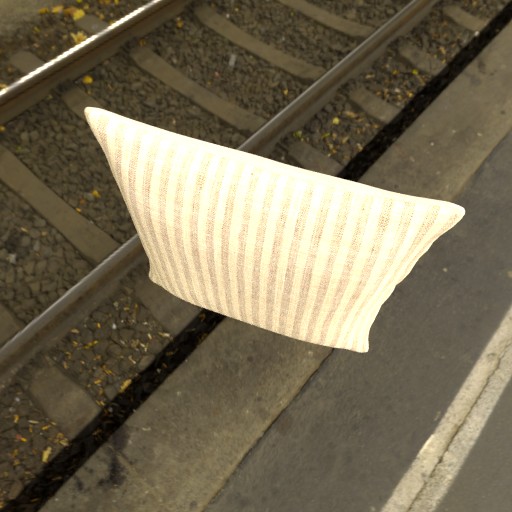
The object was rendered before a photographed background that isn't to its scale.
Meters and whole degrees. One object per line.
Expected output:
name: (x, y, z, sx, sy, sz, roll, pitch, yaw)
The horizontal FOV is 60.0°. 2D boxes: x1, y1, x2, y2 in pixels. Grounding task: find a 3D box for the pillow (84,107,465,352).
pillow: (0.000, 0.000, 0.785, 0.523, 0.510, 0.166, 17, 62, 10)
